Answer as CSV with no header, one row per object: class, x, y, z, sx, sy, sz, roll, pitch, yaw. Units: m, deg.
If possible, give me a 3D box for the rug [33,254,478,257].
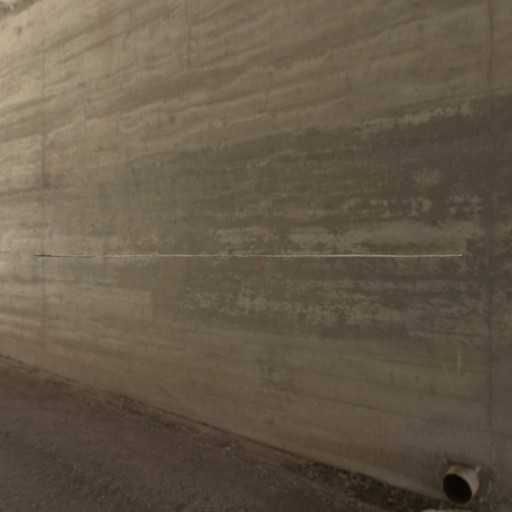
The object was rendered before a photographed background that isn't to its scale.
rug,0.000,0.000,2.435,1.861,0.017,1.218,0,0,0
